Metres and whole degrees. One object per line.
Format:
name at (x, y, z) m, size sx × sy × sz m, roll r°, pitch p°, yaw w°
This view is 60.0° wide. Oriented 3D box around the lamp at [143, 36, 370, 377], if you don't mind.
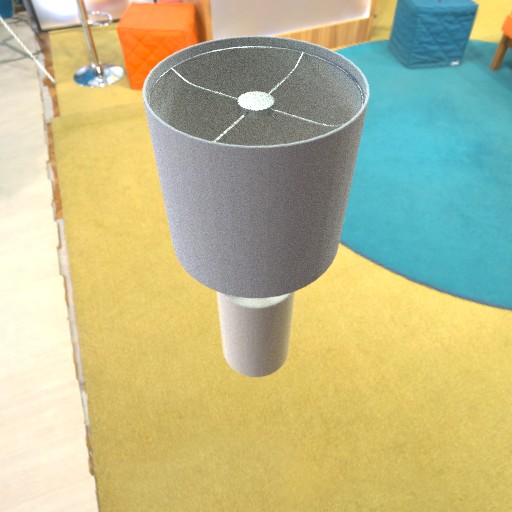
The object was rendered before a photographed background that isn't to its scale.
lamp at (0.000, 0.000, 0.602) m, size 0.212 × 0.493 × 0.212 m, roll 24°, pitch 52°, yaw 20°
